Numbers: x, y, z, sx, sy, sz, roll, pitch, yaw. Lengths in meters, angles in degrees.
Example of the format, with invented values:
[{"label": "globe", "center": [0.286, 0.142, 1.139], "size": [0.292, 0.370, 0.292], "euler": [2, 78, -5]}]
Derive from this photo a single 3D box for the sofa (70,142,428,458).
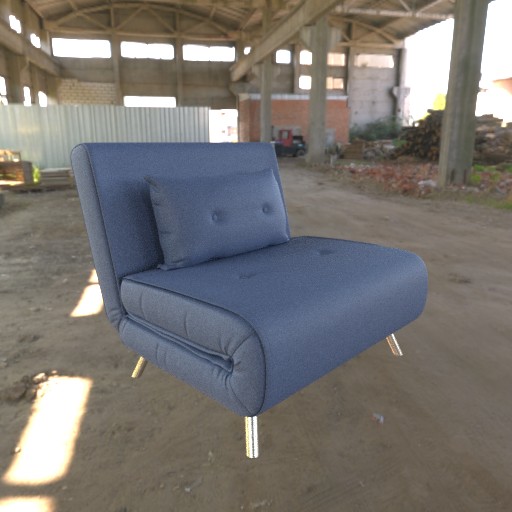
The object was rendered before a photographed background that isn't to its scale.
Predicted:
[{"label": "sofa", "center": [0.000, 0.000, 1.733], "size": [0.996, 0.860, 0.999], "euler": [14, 20, 43]}]
